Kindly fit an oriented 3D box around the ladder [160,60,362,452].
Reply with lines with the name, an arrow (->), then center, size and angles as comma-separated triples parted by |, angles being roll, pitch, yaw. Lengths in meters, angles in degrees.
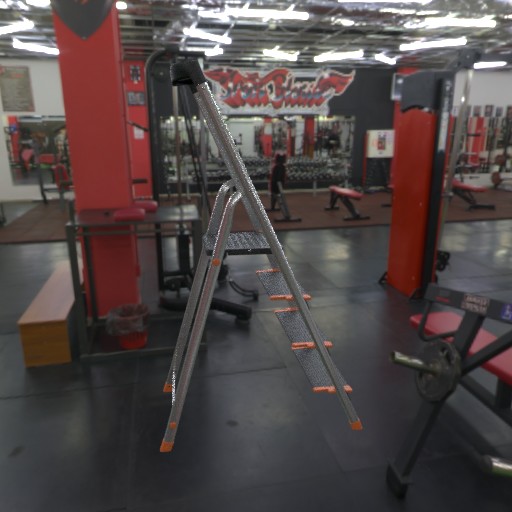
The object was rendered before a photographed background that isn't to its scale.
ladder -> 0.000, 0.000, 1.818 | 0.834, 1.429, 0.452 | -3, 16, -9
